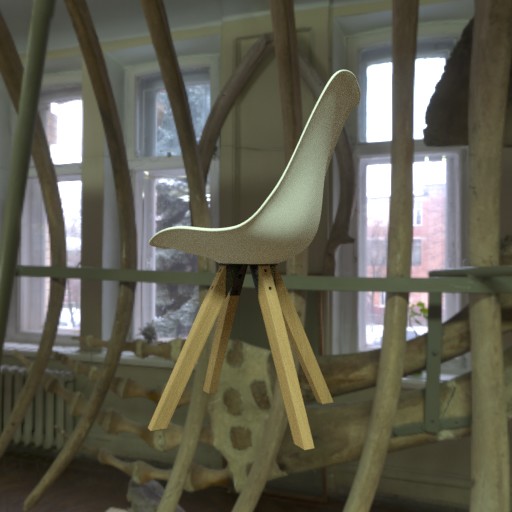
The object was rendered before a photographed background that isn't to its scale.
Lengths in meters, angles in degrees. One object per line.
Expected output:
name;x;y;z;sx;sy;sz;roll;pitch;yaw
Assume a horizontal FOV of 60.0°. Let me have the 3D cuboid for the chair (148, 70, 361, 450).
chair;0.000;0.000;1.189;0.550;0.849;0.485;0;-1;17
